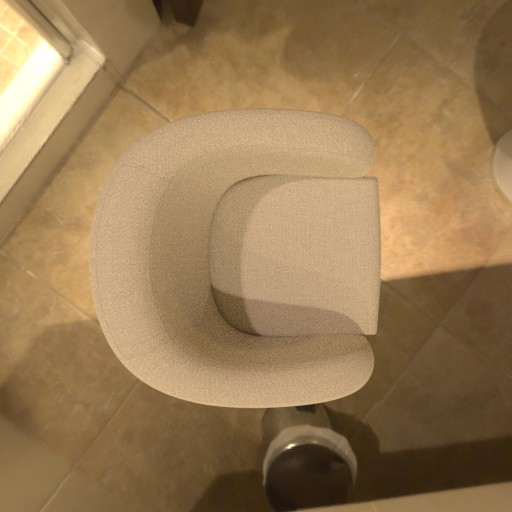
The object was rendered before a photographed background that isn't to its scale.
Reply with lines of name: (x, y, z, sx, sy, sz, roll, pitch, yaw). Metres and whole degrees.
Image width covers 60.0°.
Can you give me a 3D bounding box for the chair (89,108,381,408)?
chair: (0.000, 0.000, 1.444, 0.815, 0.771, 0.791, 0, 92, 0)
